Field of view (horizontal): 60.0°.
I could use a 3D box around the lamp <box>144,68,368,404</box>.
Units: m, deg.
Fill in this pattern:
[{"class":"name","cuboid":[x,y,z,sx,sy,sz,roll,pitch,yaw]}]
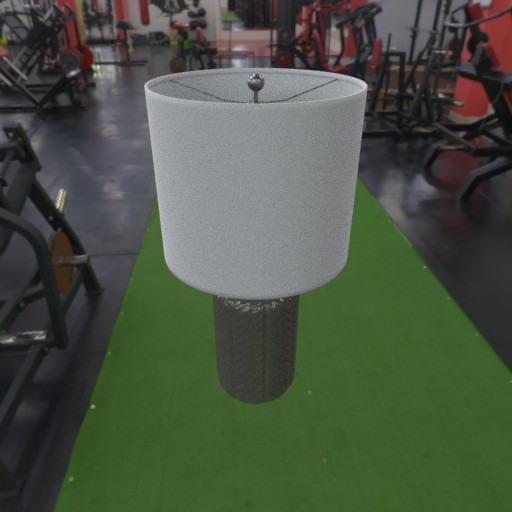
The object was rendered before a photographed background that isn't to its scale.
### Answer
[{"class":"lamp","cuboid":[0.000,0.000,0.506,0.203,0.389,0.203,-1,30,-2]}]
